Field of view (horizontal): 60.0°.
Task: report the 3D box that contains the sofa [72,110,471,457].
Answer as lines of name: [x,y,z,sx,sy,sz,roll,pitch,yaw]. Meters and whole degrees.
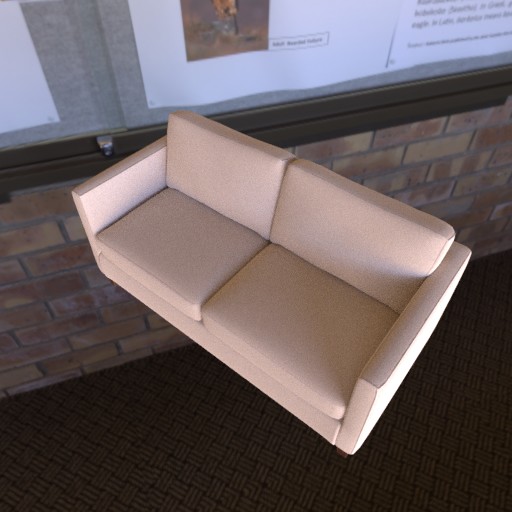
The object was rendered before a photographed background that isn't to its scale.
sofa: [0.000,0.000,2.214,1.722,0.888,0.873,30,53,26]
